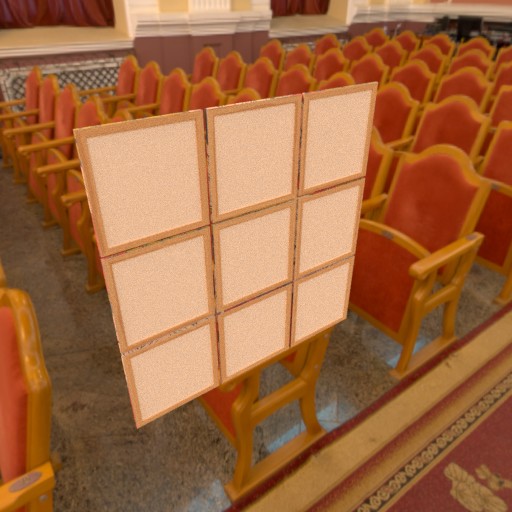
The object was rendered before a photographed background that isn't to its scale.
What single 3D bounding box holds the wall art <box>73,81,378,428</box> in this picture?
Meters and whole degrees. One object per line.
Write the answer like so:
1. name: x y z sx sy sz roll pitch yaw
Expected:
1. wall art: 0.000 0.000 1.804 1.206 1.218 0.013 -21 37 -30
